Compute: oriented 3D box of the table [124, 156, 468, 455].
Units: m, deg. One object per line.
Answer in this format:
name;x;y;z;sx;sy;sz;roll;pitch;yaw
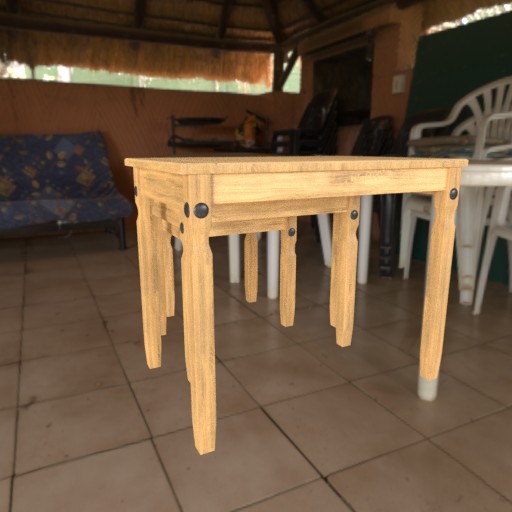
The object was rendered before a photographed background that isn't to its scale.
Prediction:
table;0.000;0.000;1.230;0.660;0.535;0.773;-7;15;-26
